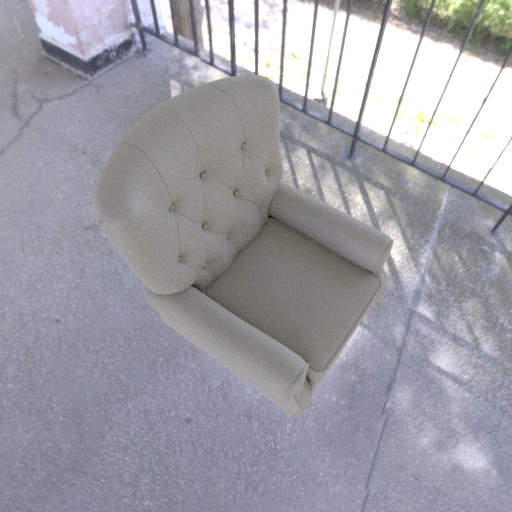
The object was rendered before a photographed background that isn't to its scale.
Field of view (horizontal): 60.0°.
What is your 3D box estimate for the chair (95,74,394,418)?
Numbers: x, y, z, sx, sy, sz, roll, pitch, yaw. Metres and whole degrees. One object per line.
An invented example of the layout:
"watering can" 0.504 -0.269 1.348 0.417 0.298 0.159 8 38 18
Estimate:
"chair" 0.000 0.000 1.973 1.059 1.158 0.943 32 63 19
